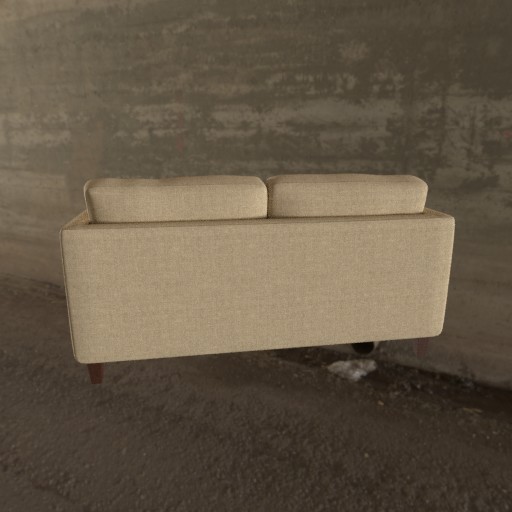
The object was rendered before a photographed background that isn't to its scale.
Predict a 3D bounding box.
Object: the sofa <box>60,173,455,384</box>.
[{"bbox_3d":[0.000,0.000,2.544,1.884,0.963,0.950,-3,15,-9],"label":"sofa"}]
